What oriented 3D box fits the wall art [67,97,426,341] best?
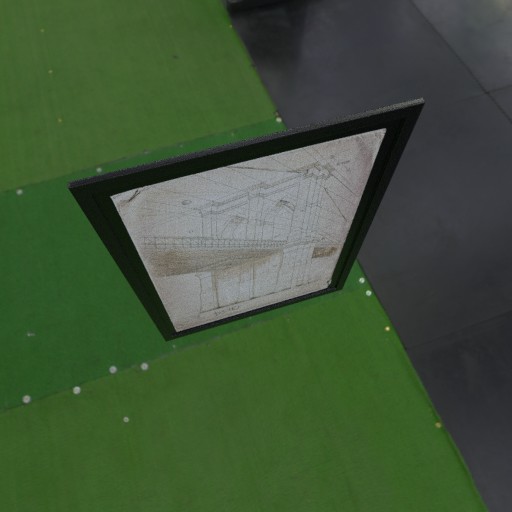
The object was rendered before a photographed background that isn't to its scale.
[{"bbox_3d":[0.000,0.000,1.272,0.707,0.967,0.013,-15,64,-8],"label":"wall art"}]
